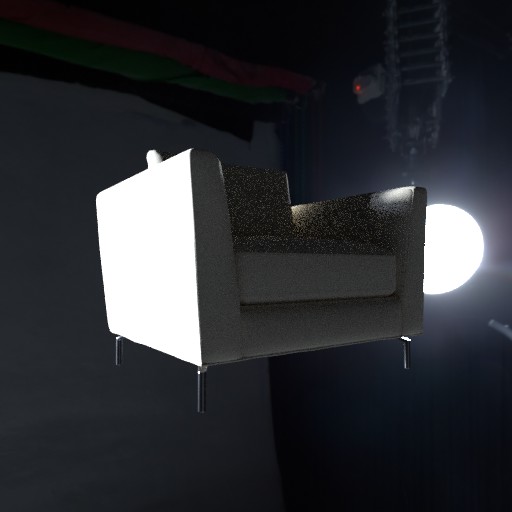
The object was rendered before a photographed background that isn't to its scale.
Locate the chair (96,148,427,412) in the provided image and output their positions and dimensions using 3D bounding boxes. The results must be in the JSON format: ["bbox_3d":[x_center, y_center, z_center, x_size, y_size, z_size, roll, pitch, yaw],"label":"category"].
[{"bbox_3d":[0.000,0.000,1.774,1.041,0.865,0.889,1,-2,-35],"label":"chair"}]
